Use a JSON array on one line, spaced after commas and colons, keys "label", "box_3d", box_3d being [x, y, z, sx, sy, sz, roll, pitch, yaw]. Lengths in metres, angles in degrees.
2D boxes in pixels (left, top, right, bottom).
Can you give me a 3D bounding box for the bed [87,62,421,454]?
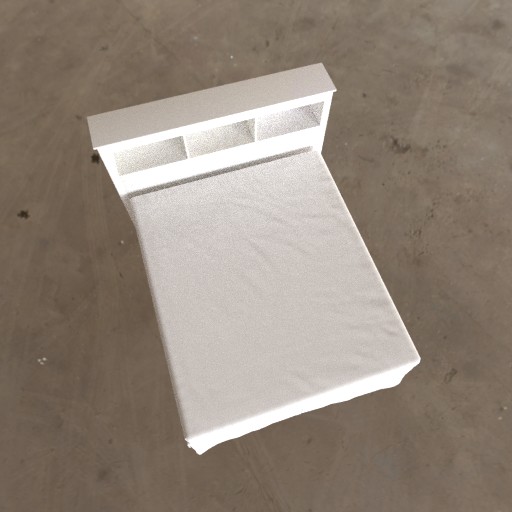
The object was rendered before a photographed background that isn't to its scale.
[{"label": "bed", "box_3d": [0.000, 0.000, 3.089, 1.671, 1.092, 2.133, -16, 65, -8]}]
